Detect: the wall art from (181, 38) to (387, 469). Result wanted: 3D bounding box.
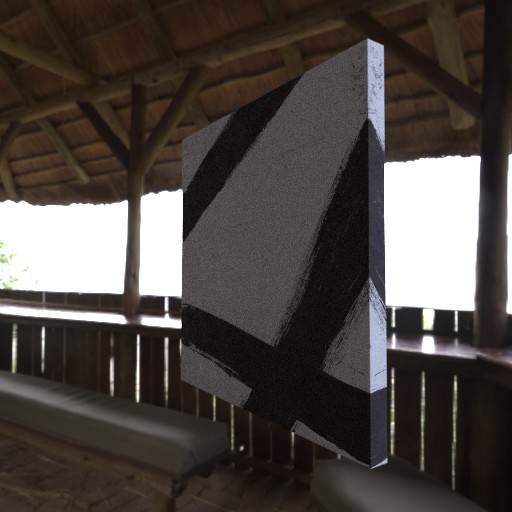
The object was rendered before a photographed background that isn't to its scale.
[{"bbox_3d":[0.000,0.000,1.112,0.046,0.765,0.765,1,-2,-35],"label":"wall art"}]
